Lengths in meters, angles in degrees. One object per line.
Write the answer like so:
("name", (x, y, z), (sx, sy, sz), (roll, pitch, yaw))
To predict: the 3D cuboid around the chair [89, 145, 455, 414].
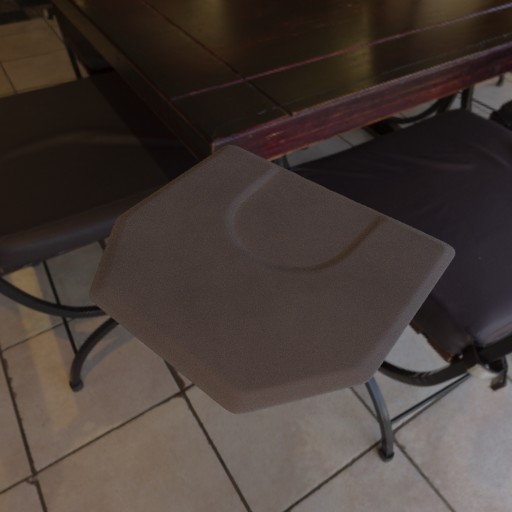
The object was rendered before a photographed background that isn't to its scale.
("chair", (0.000, 0.000, 1.961), (1.372, 0.024, 1.219), (30, 54, 25))
